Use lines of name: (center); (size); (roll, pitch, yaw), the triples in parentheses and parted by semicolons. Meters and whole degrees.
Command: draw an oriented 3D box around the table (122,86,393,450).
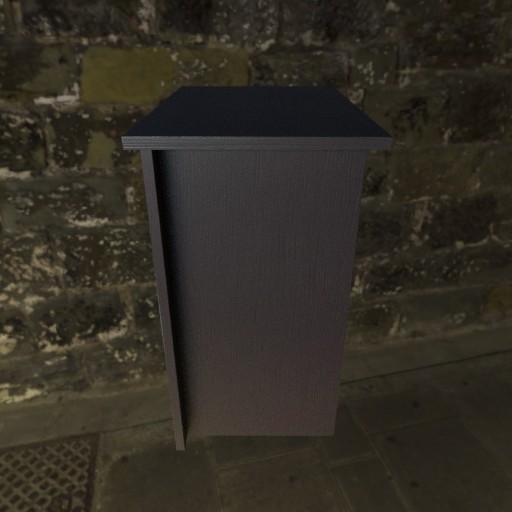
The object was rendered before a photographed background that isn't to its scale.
table: (0.000, 0.000, 1.085); (0.408, 0.711, 0.589); (0, 28, 0)
